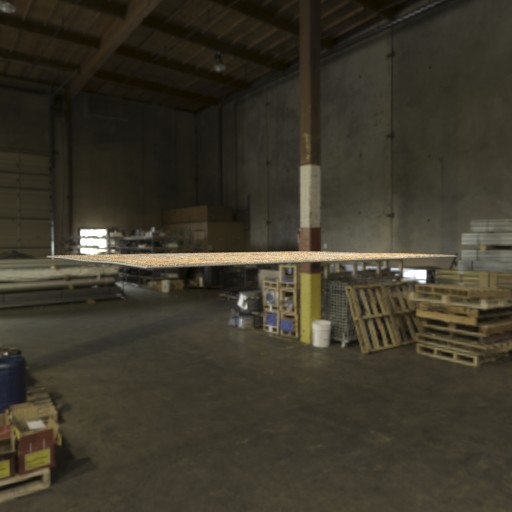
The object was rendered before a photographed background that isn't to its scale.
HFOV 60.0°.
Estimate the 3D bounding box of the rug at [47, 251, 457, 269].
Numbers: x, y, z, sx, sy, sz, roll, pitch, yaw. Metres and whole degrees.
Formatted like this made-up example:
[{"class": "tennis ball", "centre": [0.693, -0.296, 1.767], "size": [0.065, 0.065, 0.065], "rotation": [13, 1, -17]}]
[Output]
[{"class": "rug", "centre": [0.000, 0.000, 4.034], "size": [3.063, 0.024, 2.158], "rotation": [-1, 2, -38]}]
